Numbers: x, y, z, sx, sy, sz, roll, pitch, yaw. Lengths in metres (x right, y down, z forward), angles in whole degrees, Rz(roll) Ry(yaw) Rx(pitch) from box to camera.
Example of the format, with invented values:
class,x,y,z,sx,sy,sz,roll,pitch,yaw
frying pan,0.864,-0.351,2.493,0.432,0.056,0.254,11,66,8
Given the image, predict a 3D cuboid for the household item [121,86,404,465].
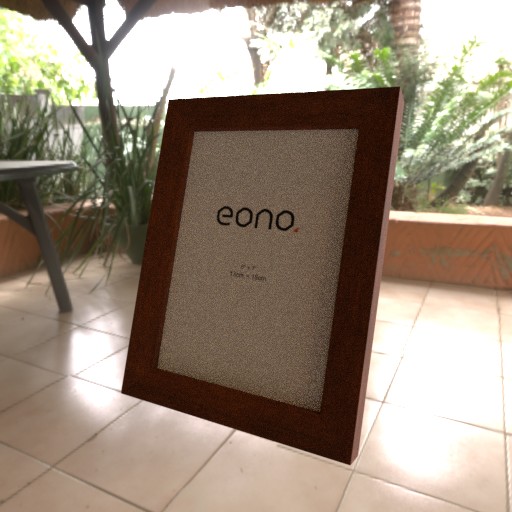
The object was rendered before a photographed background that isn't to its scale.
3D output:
class,x,y,z,sx,sy,sz,roll,pitch,yaw
household item,0.000,0.000,0.289,0.160,0.204,0.096,7,16,25
